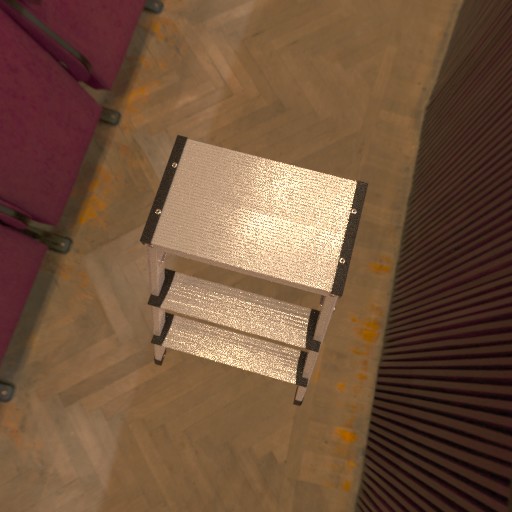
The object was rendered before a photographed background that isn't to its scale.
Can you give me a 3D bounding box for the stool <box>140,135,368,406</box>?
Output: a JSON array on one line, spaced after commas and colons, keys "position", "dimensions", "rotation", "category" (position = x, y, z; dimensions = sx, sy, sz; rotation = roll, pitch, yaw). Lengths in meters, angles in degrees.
[{"position": [0.000, 0.000, 1.040], "dimensions": [0.437, 0.605, 0.622], "rotation": [15, 76, 4], "category": "stool"}]
